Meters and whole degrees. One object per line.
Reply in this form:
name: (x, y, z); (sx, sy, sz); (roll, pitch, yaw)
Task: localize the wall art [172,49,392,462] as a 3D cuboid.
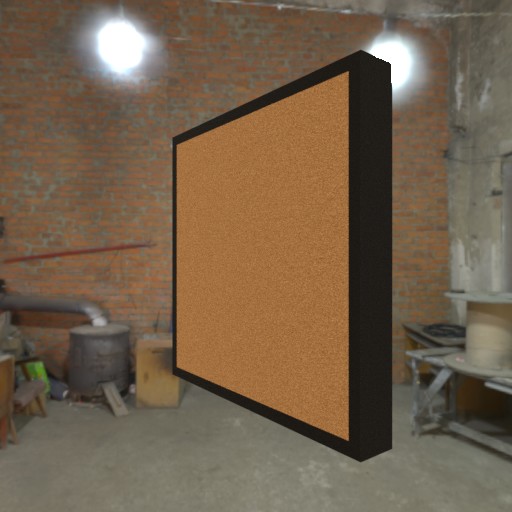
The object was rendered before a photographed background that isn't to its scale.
wall art: (0.000, 0.000, 0.458); (0.038, 0.304, 0.305); (0, 0, -37)
